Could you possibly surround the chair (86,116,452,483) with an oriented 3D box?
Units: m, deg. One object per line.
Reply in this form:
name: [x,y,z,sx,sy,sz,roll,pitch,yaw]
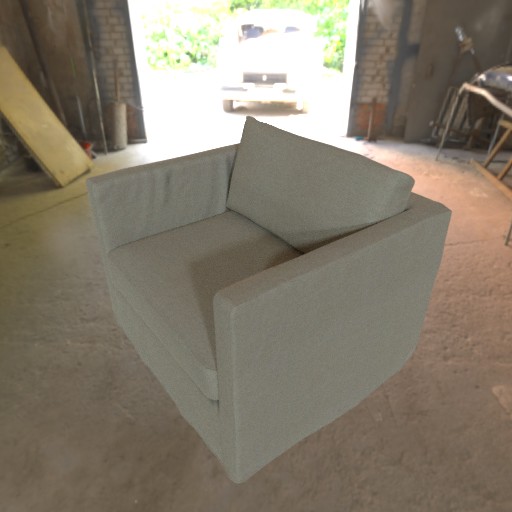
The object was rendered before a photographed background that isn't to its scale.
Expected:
chair: [0.000,0.000,1.758,0.949,0.863,1.057,-22,38,-31]
